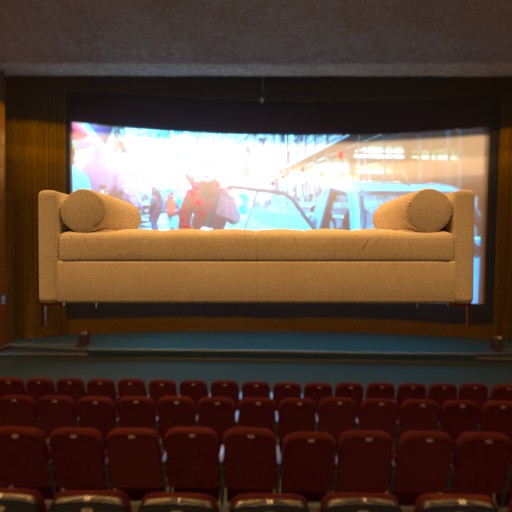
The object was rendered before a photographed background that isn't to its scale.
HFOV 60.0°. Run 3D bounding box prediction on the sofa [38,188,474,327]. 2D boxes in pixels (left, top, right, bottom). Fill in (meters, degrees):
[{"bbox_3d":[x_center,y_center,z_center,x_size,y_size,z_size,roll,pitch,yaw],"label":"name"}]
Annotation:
[{"bbox_3d":[0.000,0.000,2.347,1.981,0.635,0.686,0,1,0],"label":"sofa"}]
